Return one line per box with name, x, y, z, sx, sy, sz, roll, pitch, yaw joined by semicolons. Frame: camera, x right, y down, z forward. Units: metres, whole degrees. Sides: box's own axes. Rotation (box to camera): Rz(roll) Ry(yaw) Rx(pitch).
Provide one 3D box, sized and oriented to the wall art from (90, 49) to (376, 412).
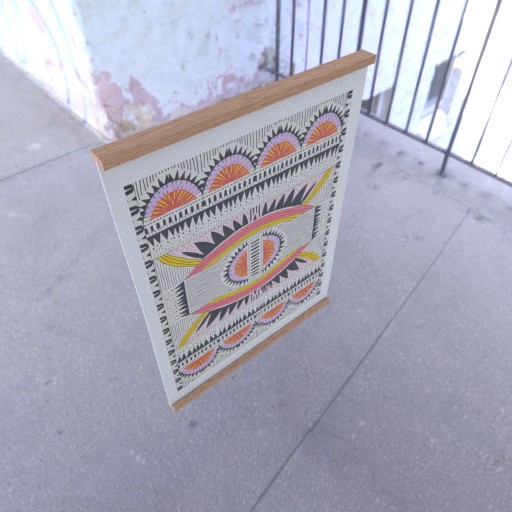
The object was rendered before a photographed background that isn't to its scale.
wall art;0.000;0.000;0.803;0.456;0.609;0.028;-30;53;-26
